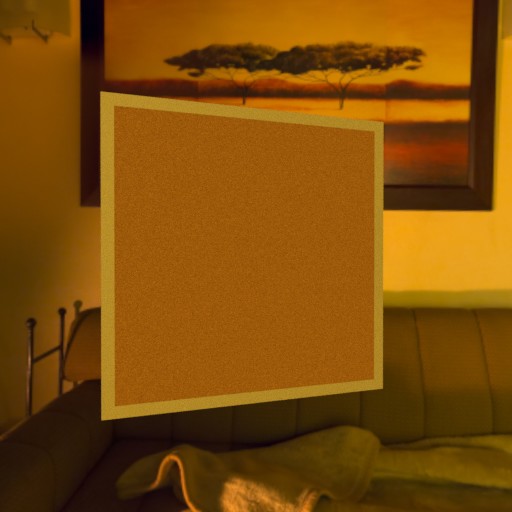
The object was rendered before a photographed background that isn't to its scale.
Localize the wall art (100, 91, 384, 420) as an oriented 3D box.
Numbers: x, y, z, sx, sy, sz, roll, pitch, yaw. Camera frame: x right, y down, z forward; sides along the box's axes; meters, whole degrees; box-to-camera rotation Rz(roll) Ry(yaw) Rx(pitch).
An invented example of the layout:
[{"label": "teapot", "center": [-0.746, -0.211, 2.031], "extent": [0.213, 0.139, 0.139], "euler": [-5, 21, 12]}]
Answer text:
[{"label": "wall art", "center": [0.000, 0.000, 0.691], "extent": [0.456, 0.457, 0.009], "euler": [0, 1, -18]}]
